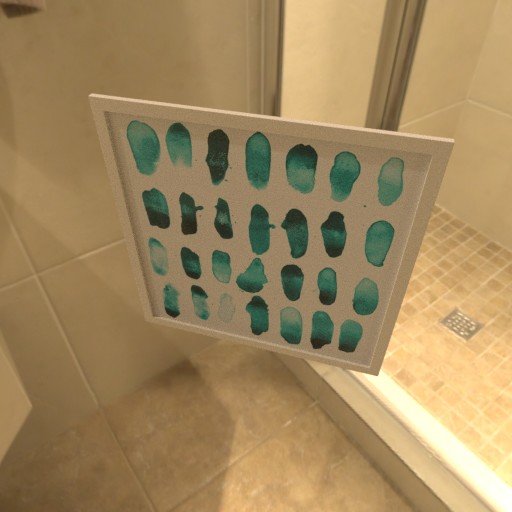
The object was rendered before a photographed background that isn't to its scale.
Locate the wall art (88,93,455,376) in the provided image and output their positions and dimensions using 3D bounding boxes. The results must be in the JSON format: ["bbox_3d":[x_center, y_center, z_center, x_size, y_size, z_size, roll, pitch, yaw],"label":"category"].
[{"bbox_3d":[0.000,0.000,0.689,0.456,0.457,0.009,11,43,12],"label":"wall art"}]
